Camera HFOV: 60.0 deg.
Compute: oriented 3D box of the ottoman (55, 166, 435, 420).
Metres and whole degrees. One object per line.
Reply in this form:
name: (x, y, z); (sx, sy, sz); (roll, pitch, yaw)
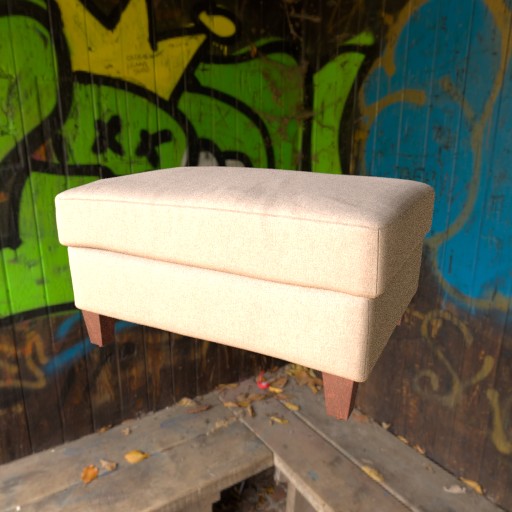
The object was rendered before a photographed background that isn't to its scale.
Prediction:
ottoman: (0.000, 0.000, 1.325); (0.902, 0.511, 0.692); (8, 17, 27)
